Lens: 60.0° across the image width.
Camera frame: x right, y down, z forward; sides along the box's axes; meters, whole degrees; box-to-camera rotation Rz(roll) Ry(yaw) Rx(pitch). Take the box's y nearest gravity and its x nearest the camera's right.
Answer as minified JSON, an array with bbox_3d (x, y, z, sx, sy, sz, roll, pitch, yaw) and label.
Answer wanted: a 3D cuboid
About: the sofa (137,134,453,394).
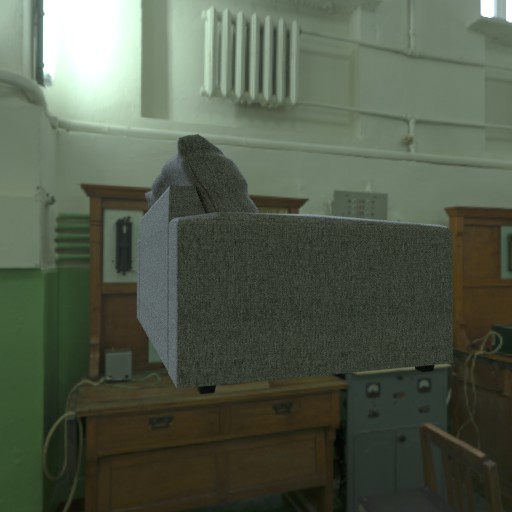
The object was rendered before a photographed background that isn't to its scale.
[{"bbox_3d":[0.000,0.000,2.327,1.094,0.877,1.758,0,-1,-19],"label":"sofa"}]
